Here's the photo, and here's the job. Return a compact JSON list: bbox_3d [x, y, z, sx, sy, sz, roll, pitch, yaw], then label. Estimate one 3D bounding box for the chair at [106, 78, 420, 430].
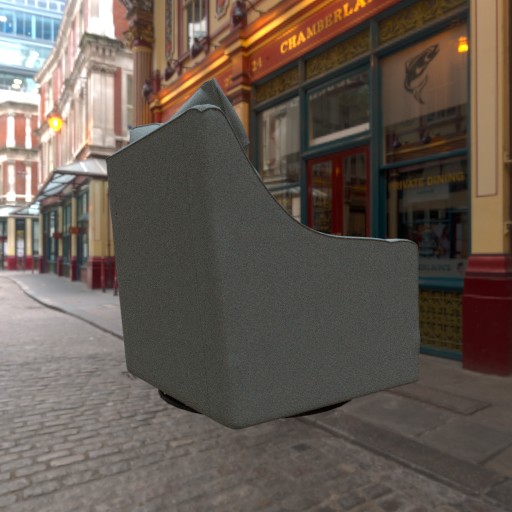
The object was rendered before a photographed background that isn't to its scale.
[{"bbox_3d":[0.000,0.000,1.594,0.870,0.926,0.760,1,-1,-36],"label":"chair"}]
